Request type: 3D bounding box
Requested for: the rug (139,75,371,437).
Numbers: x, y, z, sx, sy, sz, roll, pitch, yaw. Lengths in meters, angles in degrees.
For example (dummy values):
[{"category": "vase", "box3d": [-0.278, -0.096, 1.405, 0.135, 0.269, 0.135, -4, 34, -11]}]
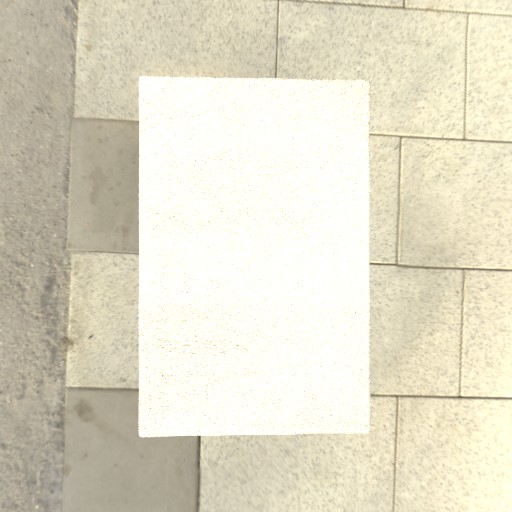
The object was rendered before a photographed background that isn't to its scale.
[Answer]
[{"category": "rug", "box3d": [0.000, 0.000, 3.407, 1.778, 0.030, 2.743, 0, 90, -3]}]
